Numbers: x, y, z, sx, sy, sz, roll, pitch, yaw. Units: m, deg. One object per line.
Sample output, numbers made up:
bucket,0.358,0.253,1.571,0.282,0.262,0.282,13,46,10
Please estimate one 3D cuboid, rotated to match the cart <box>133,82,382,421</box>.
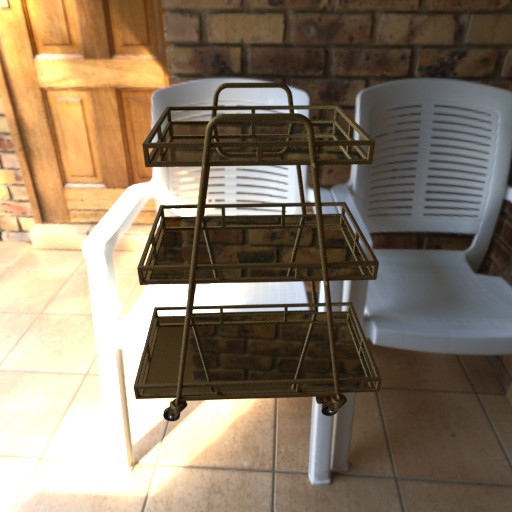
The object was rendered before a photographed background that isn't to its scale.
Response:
cart,0.000,0.000,1.278,0.711,0.883,0.441,-1,30,-2
